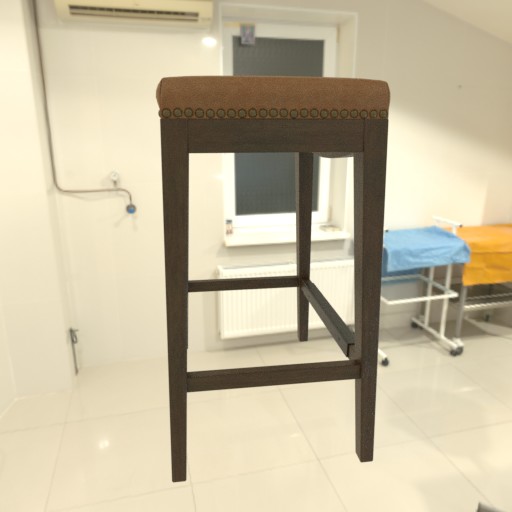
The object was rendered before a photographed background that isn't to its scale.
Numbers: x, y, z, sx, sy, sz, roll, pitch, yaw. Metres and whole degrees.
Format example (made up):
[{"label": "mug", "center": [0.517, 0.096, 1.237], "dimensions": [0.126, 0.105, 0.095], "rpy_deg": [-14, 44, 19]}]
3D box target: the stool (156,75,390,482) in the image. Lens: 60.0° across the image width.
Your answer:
[{"label": "stool", "center": [0.000, 0.000, 0.928], "dimensions": [0.361, 0.660, 0.500], "rpy_deg": [-2, 17, -8]}]
